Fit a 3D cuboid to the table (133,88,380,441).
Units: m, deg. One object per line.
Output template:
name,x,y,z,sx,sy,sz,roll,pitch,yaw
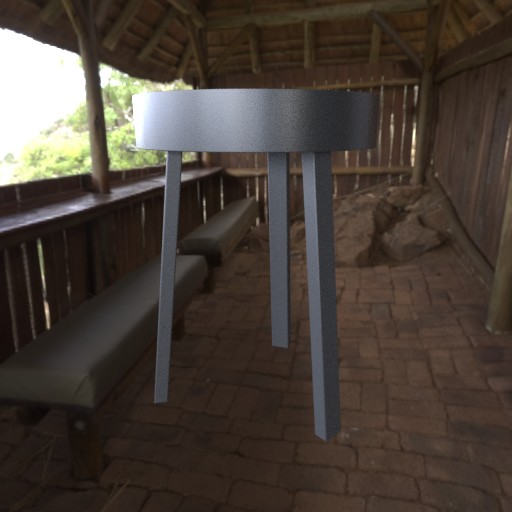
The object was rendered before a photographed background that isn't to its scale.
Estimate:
table,0.000,0.000,0.832,0.406,0.559,0.406,0,16,0
